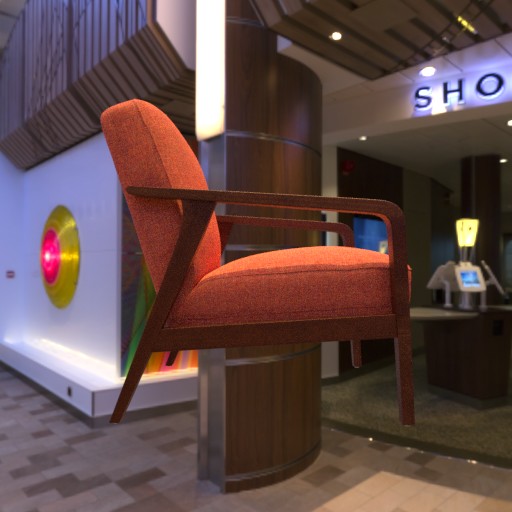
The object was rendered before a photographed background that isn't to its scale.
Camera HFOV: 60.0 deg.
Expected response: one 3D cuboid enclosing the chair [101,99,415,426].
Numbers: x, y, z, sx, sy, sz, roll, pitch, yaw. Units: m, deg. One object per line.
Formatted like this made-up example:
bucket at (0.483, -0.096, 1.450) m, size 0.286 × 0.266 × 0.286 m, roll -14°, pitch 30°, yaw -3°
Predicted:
chair at (0.000, 0.000, 1.487) m, size 0.860 × 0.890 × 0.719 m, roll 0°, pitch -1°, yaw 1°
